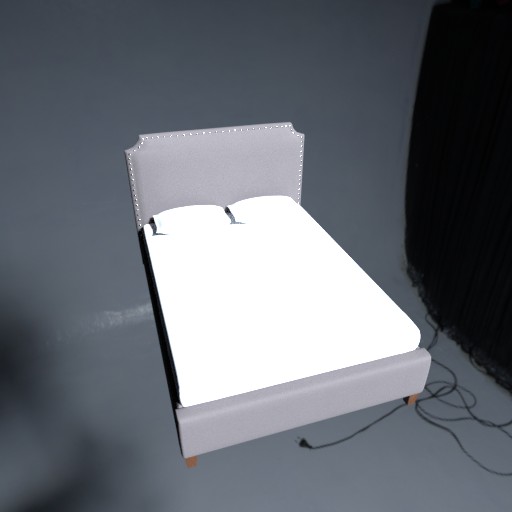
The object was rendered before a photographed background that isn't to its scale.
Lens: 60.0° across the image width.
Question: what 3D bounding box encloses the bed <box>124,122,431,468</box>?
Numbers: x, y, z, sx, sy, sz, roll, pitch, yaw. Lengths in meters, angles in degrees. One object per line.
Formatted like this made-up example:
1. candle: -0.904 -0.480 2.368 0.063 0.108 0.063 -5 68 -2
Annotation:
1. bed: 0.000 0.000 3.515 1.713 1.443 2.372 -9 32 -15
